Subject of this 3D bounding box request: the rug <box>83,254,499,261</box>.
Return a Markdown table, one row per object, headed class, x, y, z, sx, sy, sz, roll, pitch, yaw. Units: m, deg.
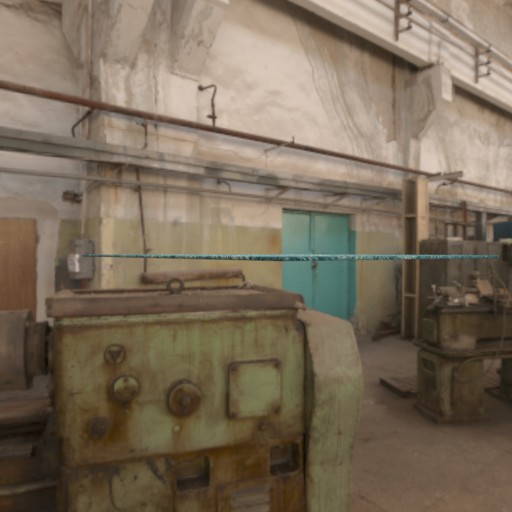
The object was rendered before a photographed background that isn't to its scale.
| class | x | y | z | sx | sy | sz | roll | pitch | yaw |
| --- | --- | --- | --- | --- | --- | --- | --- | --- | --- |
| rug | 0.000 | 0.000 | 2.793 | 1.490 | 0.015 | 2.277 | 0 | 1 | -37 |
